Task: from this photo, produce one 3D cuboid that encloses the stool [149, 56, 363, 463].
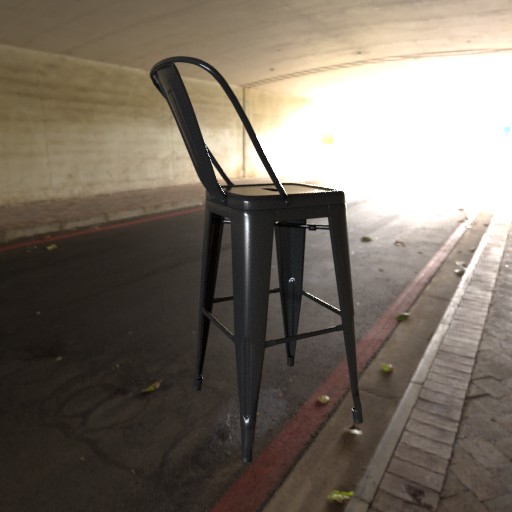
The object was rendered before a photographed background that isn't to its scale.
[{"bbox_3d":[0.000,0.000,1.299,0.528,1.022,0.432,-7,16,-26],"label":"stool"}]
